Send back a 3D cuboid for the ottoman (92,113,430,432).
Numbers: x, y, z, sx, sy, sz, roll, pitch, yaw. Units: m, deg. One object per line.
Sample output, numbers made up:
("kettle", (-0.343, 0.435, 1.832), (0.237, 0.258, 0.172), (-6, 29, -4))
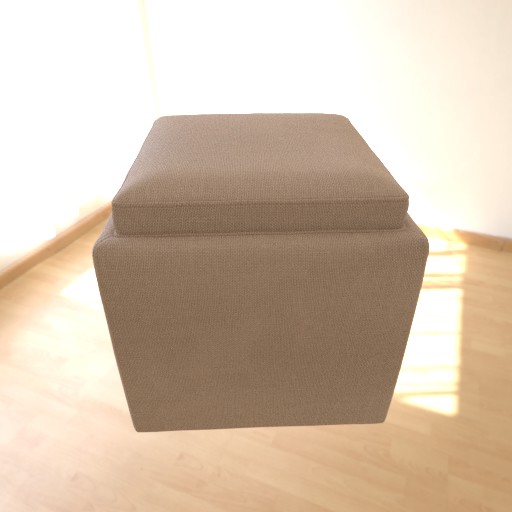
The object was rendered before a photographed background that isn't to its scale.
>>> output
("ottoman", (0.000, 0.000, 0.827), (0.451, 0.460, 0.450), (-1, 33, -2))
